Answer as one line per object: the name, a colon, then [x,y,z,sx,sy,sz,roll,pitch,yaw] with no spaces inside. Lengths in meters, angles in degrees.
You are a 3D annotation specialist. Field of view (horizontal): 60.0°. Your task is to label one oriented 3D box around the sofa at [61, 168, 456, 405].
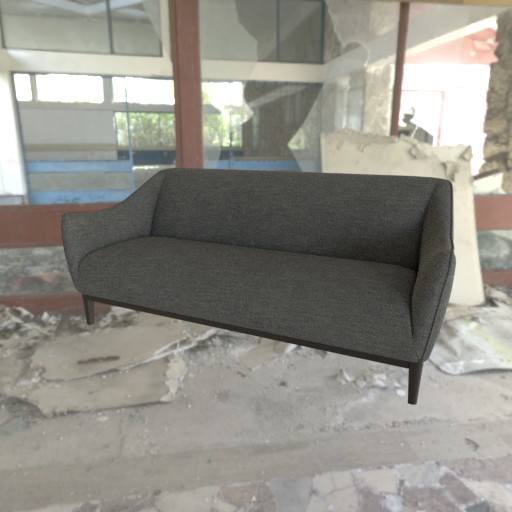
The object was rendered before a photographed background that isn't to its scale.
sofa: [0.000,0.000,2.332,1.928,0.829,0.867,7,17,25]
